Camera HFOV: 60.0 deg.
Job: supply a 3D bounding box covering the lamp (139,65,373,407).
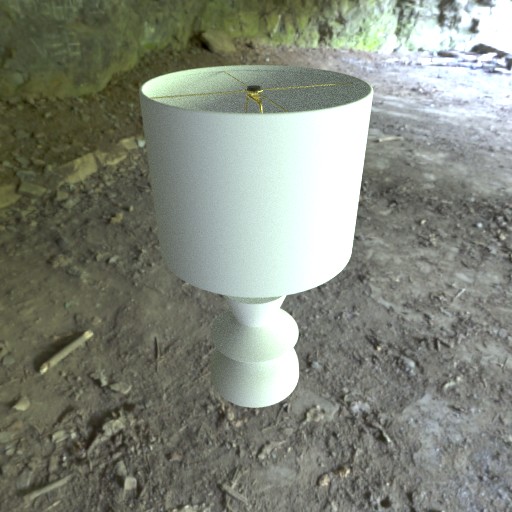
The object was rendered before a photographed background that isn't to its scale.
[{"bbox_3d":[0.000,0.000,0.724,0.301,0.533,0.301,-11,34,-16],"label":"lamp"}]
